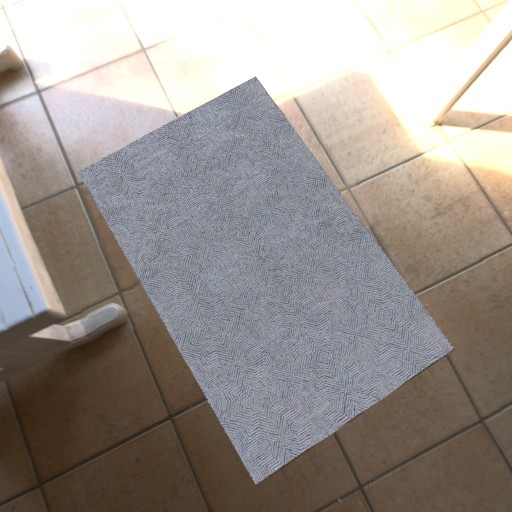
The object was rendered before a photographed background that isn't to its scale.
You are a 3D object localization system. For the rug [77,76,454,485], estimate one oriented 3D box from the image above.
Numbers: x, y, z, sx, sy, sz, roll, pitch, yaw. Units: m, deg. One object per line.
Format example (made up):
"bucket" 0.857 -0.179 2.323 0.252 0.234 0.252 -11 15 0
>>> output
"rug" 0.000 0.000 3.031 1.519 0.007 2.428 -31 77 -8
